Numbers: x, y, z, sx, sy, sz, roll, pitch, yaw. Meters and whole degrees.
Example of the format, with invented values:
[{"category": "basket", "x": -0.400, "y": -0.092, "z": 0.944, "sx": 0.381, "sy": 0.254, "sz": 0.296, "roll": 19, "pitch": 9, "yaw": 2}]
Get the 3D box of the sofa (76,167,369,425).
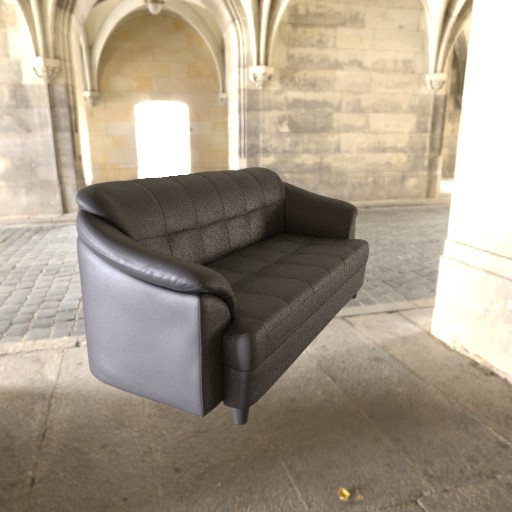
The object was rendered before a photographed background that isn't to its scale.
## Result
[{"category": "sofa", "x": 0.000, "y": 0.000, "z": 2.251, "sx": 0.800, "sy": 0.811, "sz": 1.829, "roll": 7, "pitch": 16, "yaw": 26}]
